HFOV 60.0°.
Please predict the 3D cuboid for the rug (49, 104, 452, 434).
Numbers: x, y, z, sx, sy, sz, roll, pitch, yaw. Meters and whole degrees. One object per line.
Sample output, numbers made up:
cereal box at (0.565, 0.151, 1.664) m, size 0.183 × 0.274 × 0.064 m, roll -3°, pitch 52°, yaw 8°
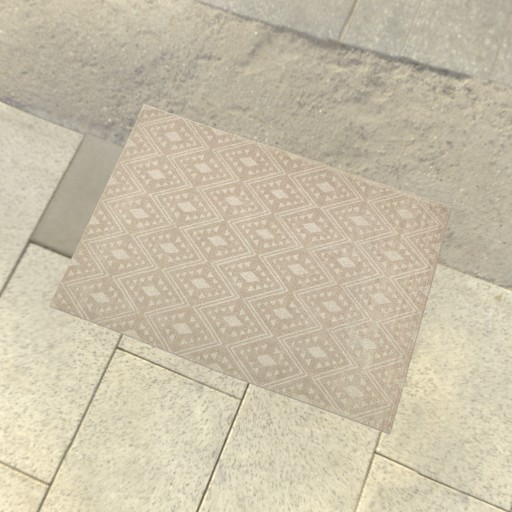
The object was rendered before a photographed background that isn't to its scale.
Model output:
rug at (0.000, 0.000, 2.356) m, size 1.829 × 0.034 × 1.252 m, roll 19°, pitch 77°, yaw 5°
